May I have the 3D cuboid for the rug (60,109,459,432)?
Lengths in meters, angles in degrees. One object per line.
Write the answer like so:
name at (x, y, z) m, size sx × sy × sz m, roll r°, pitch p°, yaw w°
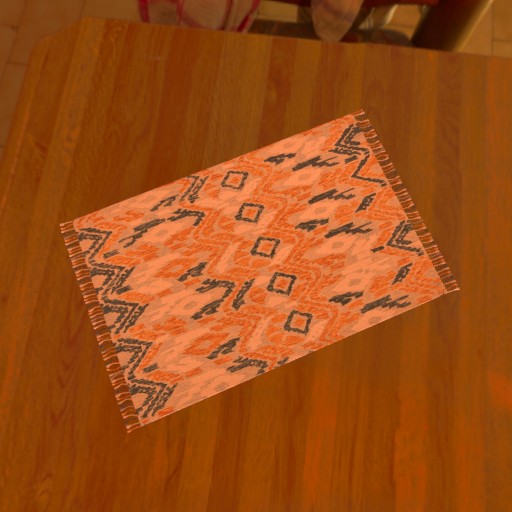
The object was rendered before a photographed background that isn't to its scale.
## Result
rug at (0.000, 0.000, 3.127) m, size 2.428 × 0.010 × 1.533 m, roll -22°, pitch 77°, yaw -5°
